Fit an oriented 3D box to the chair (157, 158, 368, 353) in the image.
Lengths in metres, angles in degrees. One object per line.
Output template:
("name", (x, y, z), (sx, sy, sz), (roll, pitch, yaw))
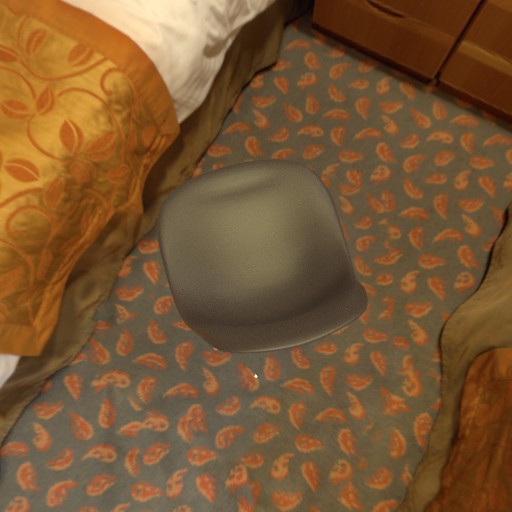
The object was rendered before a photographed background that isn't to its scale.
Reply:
("chair", (0.000, 0.000, 1.158), (0.470, 0.825, 0.533), (-15, 75, -4))
